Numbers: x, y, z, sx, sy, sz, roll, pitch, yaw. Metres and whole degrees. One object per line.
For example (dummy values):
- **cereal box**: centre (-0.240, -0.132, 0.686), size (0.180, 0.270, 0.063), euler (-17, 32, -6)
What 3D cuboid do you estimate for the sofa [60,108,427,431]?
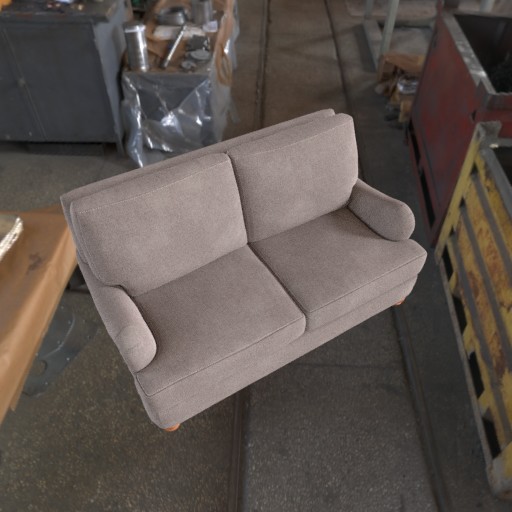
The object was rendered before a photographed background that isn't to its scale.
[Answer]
- **sofa**: centre (0.000, 0.000, 2.630), size (1.853, 1.101, 1.084), euler (-24, 51, -21)
